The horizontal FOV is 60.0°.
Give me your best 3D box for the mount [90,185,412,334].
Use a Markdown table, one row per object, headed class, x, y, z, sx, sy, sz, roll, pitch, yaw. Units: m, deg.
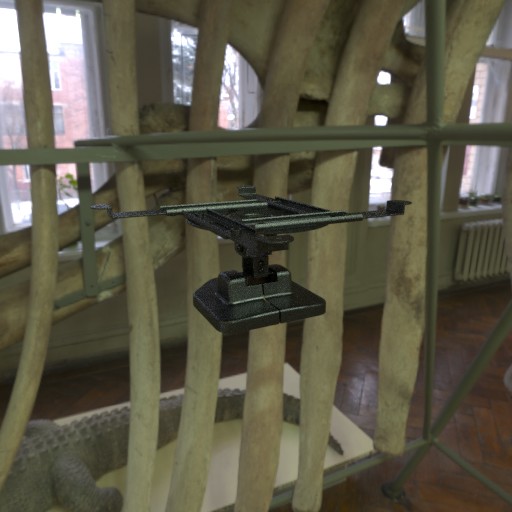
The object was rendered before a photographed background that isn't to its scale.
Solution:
| class | x | y | z | sx | sy | sz | roll | pitch | yaw |
| --- | --- | --- | --- | --- | --- | --- | --- | --- | --- |
| mount | 0.000 | 0.000 | 0.598 | 0.394 | 0.141 | 0.394 | -8 | 17 | -25 |
